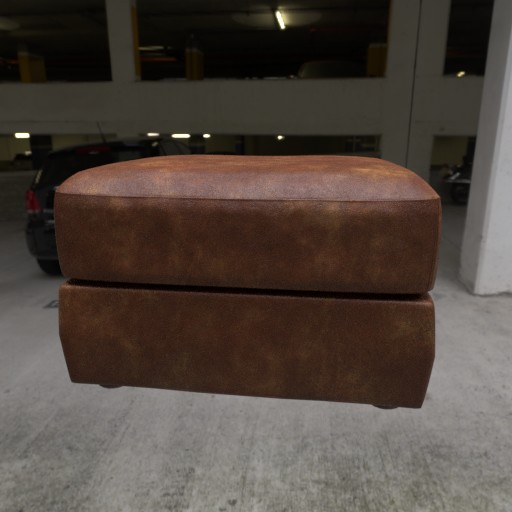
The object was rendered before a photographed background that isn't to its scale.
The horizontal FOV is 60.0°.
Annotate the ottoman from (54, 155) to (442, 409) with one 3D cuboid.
[{"bbox_3d":[0.000,0.000,1.097,0.751,0.476,0.603,2,16,7],"label":"ottoman"}]
